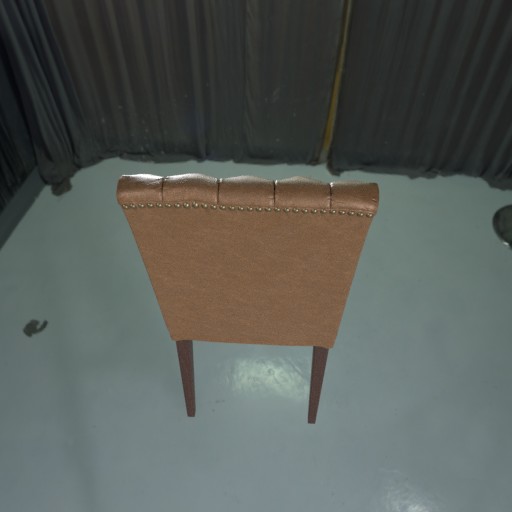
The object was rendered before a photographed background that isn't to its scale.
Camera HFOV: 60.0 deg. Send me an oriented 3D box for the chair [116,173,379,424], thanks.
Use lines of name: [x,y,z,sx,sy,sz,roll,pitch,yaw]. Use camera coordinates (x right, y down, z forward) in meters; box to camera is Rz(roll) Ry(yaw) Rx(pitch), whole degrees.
chair: [0.000,0.000,1.362,0.511,1.016,0.647,2,47,2]
